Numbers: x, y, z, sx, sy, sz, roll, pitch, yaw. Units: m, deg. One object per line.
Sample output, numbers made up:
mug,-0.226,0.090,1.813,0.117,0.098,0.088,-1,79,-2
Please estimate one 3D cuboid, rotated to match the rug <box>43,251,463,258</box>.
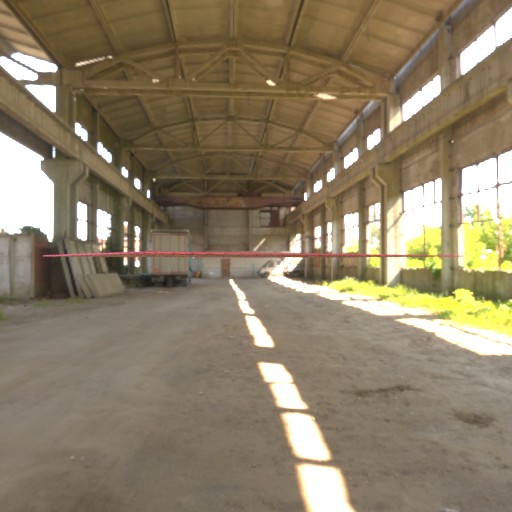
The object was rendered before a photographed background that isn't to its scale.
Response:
rug,0.000,0.000,4.288,3.306,0.011,2.389,0,-1,-37
